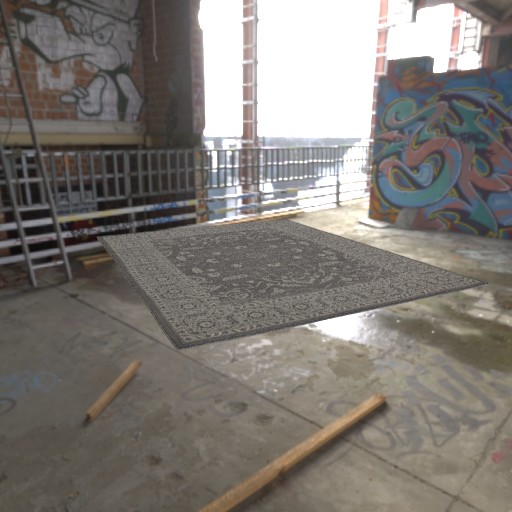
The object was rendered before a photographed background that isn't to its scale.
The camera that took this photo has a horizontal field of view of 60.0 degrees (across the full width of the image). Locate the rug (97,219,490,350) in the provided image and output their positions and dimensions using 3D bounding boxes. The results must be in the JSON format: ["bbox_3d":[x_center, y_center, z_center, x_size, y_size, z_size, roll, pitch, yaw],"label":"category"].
[{"bbox_3d":[0.000,0.000,4.152,2.451,0.026,3.069,-7,17,-26],"label":"rug"}]
